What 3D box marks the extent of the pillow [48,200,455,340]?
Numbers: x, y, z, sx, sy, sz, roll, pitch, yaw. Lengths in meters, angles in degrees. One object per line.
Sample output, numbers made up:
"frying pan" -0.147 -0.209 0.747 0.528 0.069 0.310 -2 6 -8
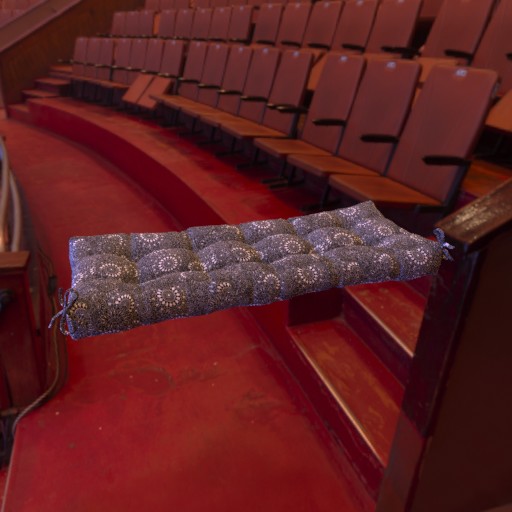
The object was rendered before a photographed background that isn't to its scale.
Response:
"pillow" 0.000 0.000 1.392 1.194 0.174 0.511 -9 27 -17
